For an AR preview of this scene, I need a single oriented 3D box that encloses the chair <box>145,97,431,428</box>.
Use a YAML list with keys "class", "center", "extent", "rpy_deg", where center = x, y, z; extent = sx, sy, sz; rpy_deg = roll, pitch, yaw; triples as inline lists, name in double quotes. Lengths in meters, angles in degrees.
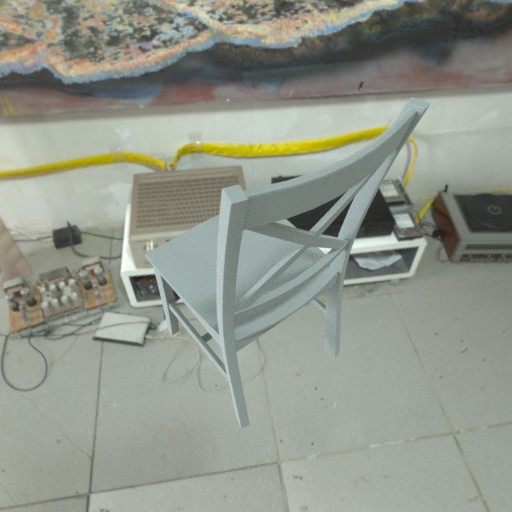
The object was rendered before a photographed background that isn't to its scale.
- class: "chair"
  center: [0.000, 0.000, 1.260]
  extent: [0.485, 0.983, 0.542]
  rpy_deg: [-30, 54, -25]
